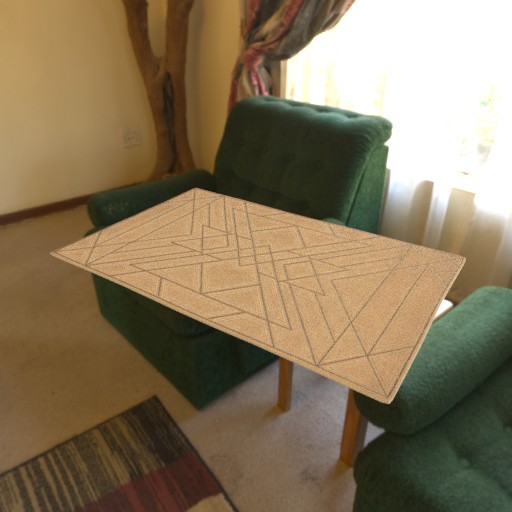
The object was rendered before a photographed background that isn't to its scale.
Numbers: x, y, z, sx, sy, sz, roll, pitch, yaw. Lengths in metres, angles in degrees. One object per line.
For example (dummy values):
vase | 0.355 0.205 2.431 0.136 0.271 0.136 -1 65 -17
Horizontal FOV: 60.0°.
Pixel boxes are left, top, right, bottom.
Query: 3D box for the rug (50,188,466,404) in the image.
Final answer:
rug | 0.000 0.000 3.097 2.459 0.023 1.575 18 34 29
